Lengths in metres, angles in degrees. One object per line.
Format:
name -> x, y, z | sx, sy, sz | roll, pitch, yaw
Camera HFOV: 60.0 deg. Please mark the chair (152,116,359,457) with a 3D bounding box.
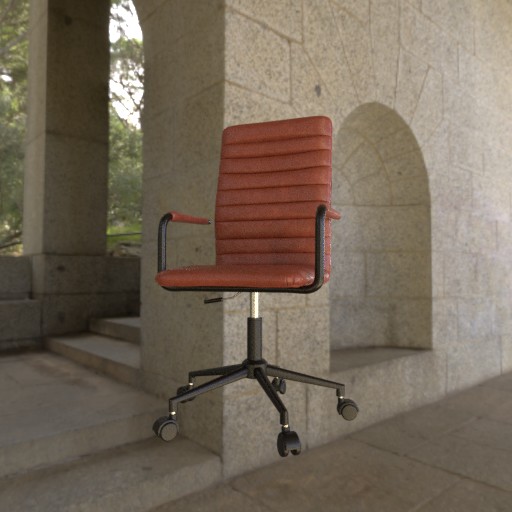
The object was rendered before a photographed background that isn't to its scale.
chair -> 0.000, 0.000, 1.375 | 0.608, 0.979, 0.580 | -1, -2, 19
